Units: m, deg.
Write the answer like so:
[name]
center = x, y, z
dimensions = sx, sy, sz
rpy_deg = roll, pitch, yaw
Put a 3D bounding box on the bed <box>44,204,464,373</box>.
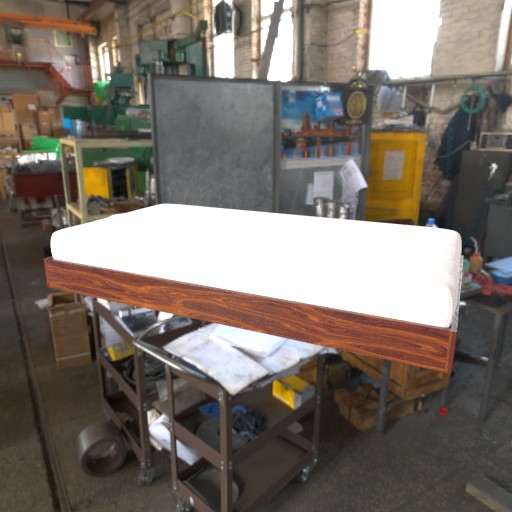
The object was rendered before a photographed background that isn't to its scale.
[bed]
center = 0.000, 0.000, 2.198
dimensions = 1.860, 0.312, 0.940
rpy_deg = 8, 18, 24
